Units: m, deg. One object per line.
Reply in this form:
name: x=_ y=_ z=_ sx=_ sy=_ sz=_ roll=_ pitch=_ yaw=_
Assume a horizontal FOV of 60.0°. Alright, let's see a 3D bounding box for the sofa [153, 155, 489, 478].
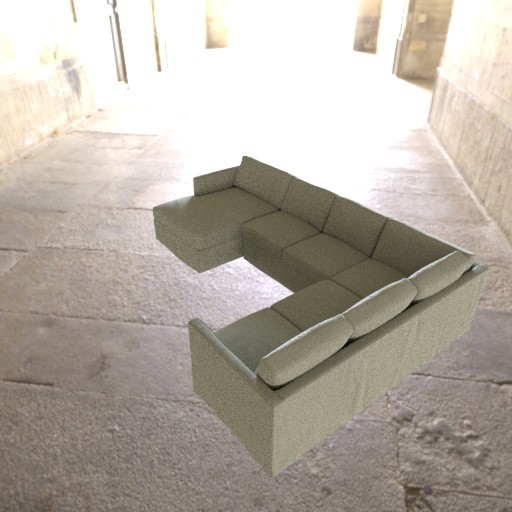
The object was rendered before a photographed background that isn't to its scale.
sofa: x=0.000 y=0.000 z=4.443 sx=2.440 sy=0.869 sz=3.434 roll=-22 pitch=37 yaw=-32
